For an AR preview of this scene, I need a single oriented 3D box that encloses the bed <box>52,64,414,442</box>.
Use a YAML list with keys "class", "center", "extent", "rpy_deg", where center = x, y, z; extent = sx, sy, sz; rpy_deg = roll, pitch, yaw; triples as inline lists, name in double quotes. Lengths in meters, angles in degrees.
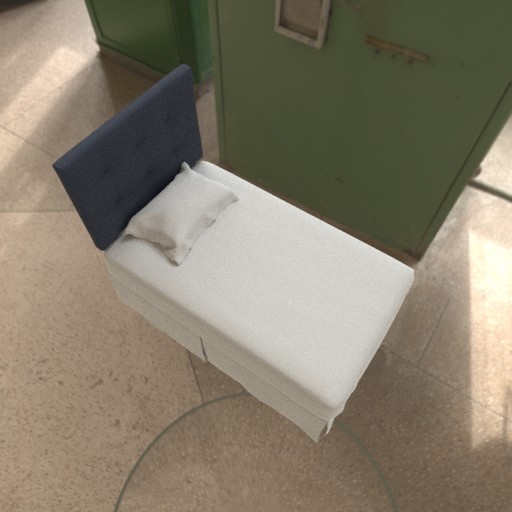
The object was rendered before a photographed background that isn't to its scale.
- class: "bed"
  center: [0.000, 0.000, 3.038]
  extent: [1.997, 1.571, 1.261]
  rpy_deg: [30, 62, 18]
